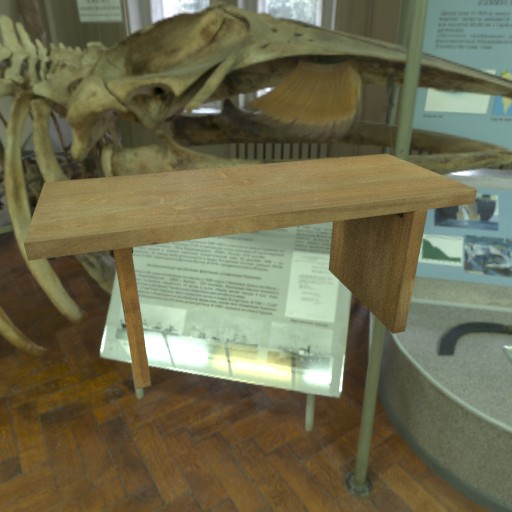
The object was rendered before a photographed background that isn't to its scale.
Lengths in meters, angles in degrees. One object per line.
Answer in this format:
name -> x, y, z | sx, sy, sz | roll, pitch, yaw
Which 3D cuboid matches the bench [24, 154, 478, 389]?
bench -> 0.000, 0.000, 1.398 | 1.183, 0.458, 0.458 | -8, 27, -16
